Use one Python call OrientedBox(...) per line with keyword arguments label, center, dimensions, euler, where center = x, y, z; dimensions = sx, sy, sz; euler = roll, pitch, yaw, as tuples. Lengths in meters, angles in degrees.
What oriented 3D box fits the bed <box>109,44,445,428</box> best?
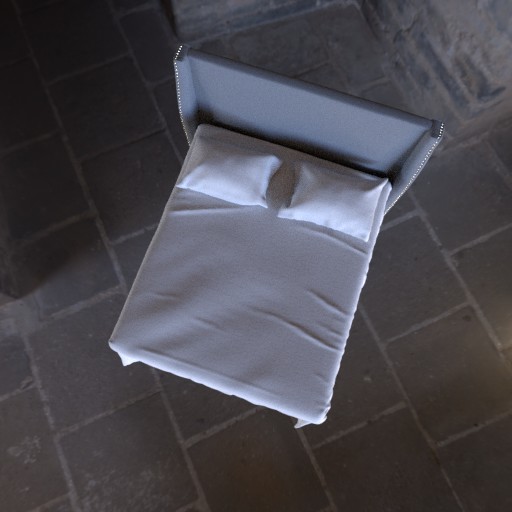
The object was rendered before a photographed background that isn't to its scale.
OrientedBox(label="bed", center=(0.000, 0.000, 3.388), dimensions=(1.925, 1.332, 2.276), euler=(18, 77, 5))
